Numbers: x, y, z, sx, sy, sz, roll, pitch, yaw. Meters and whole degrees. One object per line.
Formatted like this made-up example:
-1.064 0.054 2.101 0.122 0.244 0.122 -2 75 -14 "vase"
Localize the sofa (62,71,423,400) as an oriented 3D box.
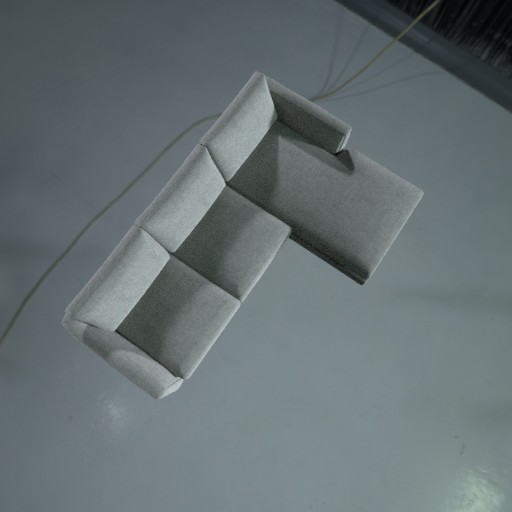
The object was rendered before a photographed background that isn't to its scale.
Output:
0.000 0.000 3.335 1.626 0.864 2.438 34 78 8 "sofa"
